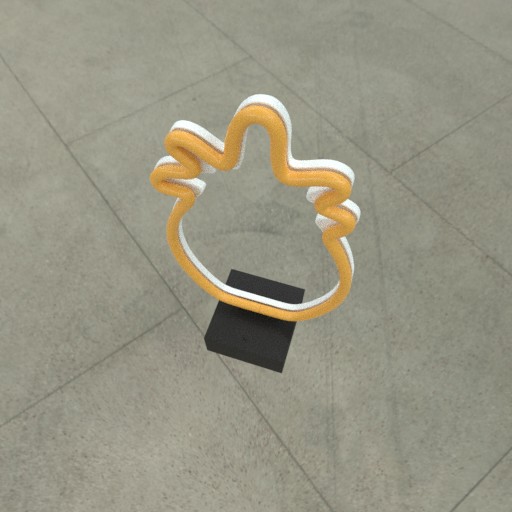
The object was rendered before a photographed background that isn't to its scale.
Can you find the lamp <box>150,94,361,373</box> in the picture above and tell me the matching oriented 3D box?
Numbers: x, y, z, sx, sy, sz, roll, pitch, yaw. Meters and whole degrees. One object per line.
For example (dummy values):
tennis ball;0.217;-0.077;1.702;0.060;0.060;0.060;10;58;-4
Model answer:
lamp;0.000;0.000;0.379;0.167;0.317;0.088;15;60;9
